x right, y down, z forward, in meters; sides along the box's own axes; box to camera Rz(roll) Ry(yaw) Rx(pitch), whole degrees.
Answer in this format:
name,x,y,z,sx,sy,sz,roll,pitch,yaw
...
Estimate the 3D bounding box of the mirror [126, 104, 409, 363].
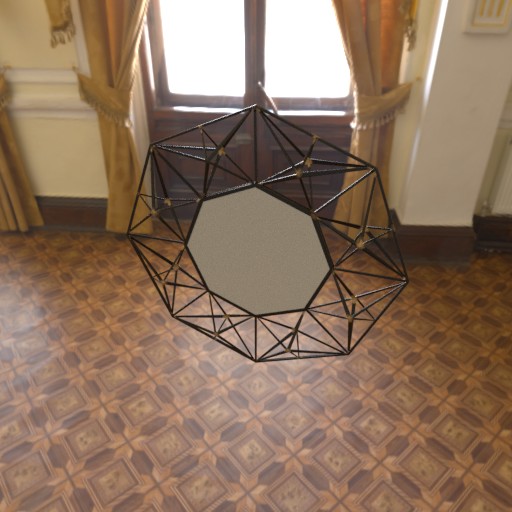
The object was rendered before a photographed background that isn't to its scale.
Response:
name,x,y,z,sx,sy,sz,roll,pitch,yaw
mirror,0.000,0.000,1.070,0.710,0.710,0.094,10,33,15
